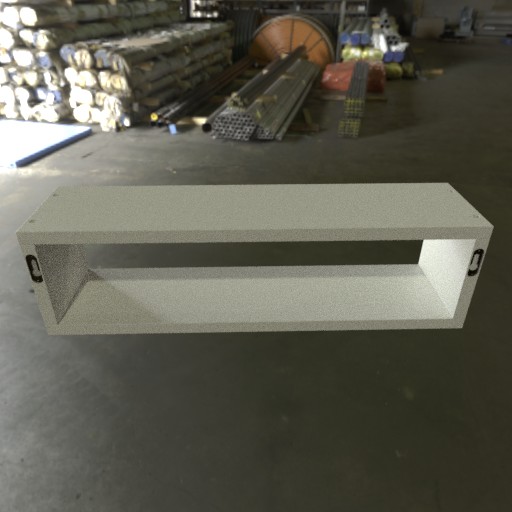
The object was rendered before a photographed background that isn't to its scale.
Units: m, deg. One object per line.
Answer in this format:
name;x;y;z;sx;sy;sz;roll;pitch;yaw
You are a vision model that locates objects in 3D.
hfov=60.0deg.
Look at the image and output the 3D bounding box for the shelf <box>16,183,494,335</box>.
shelf;0.000;0.000;0.673;0.610;0.170;0.150;-1;31;-1
